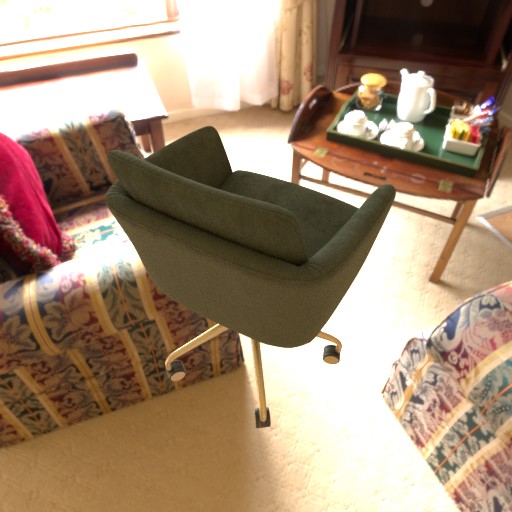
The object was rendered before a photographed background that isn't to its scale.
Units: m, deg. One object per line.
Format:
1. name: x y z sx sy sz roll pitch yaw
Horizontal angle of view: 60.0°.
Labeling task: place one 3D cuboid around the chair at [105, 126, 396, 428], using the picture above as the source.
1. chair: 0.000 0.000 1.341 0.641 0.908 0.635 22 50 20
